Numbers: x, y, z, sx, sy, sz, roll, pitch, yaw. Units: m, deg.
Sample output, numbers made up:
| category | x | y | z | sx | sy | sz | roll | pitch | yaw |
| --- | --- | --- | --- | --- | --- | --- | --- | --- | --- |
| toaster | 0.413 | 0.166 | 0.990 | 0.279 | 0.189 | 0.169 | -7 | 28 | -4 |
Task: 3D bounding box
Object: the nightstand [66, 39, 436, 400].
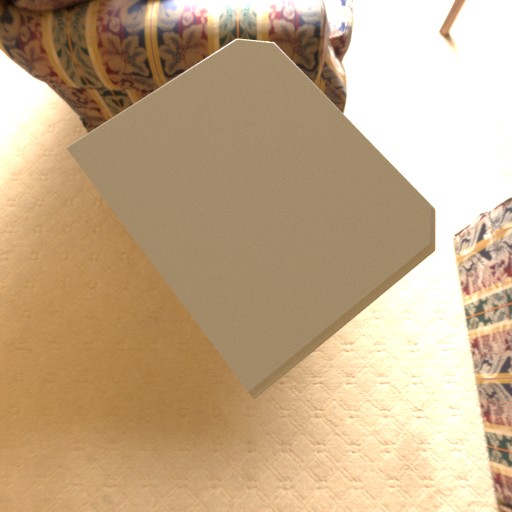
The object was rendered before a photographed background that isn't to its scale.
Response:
| category | x | y | z | sx | sy | sz | roll | pitch | yaw |
| --- | --- | --- | --- | --- | --- | --- | --- | --- | --- |
| nightstand | 0.000 | 0.000 | 0.925 | 0.348 | 0.680 | 0.435 | -37 | 77 | -10 |
